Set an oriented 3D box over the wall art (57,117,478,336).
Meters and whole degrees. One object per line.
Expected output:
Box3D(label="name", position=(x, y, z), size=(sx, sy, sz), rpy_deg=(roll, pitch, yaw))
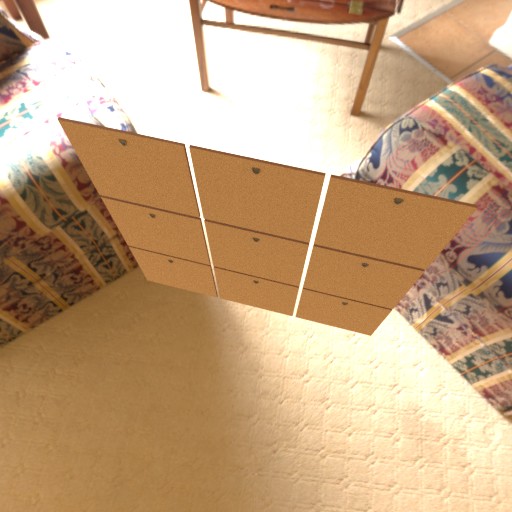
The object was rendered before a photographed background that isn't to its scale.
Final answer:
Box3D(label="wall art", position=(0.000, 0.000, 2.256), size=(1.533, 1.532, 0.019), rpy_deg=(13, 65, 6))
